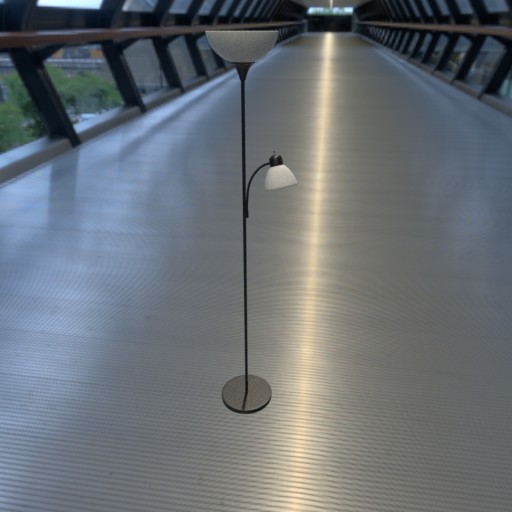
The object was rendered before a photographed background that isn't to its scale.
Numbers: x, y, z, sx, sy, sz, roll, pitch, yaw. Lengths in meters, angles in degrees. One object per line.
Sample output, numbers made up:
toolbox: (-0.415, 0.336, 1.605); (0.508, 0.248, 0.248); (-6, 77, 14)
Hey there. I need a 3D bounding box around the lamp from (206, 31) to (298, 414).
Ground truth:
lamp: (0.000, 0.000, 1.994); (0.279, 1.804, 0.442); (-19, 32, -33)
